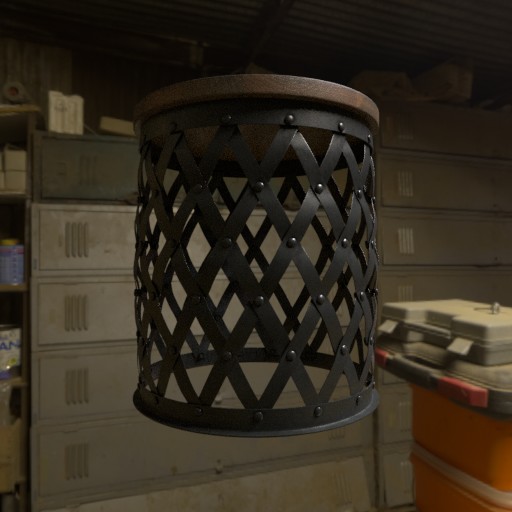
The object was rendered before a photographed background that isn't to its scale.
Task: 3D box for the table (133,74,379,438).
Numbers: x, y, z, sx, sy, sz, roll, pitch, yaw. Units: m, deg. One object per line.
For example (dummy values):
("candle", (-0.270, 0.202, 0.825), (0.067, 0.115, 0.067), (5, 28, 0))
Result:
("table", (0.000, 0.000, 0.755), (0.405, 0.454, 0.405), (0, 0, 0))
